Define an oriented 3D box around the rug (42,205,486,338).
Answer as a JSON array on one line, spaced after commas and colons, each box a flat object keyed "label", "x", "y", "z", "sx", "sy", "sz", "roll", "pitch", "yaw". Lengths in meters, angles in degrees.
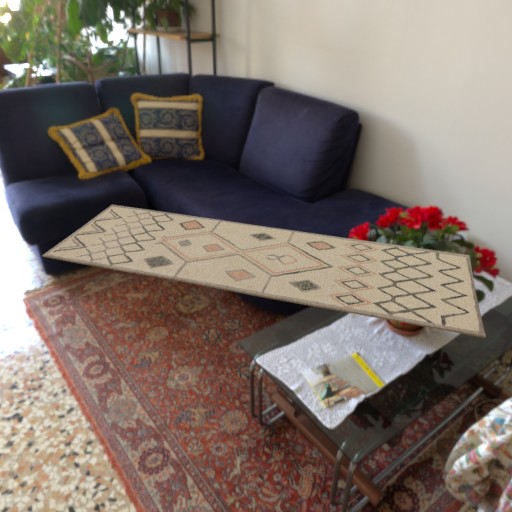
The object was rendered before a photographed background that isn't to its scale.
[{"label": "rug", "x": 0.000, "y": 0.000, "z": 2.640, "sx": 2.435, "sy": 0.011, "sz": 0.750, "roll": 9, "pitch": 33, "yaw": 14}]
